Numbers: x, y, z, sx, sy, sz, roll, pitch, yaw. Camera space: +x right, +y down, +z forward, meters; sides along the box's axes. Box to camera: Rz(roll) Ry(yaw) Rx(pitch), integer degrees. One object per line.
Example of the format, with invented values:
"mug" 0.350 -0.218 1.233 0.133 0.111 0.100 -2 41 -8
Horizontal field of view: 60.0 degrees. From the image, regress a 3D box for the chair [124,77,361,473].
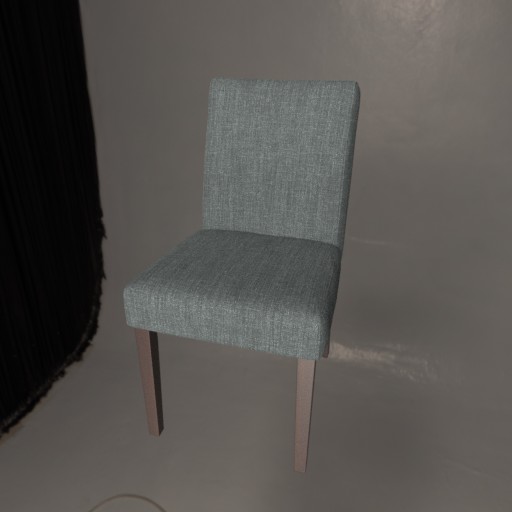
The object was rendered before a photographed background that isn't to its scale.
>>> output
"chair" 0.000 0.000 1.239 0.487 0.884 0.629 7 27 15
